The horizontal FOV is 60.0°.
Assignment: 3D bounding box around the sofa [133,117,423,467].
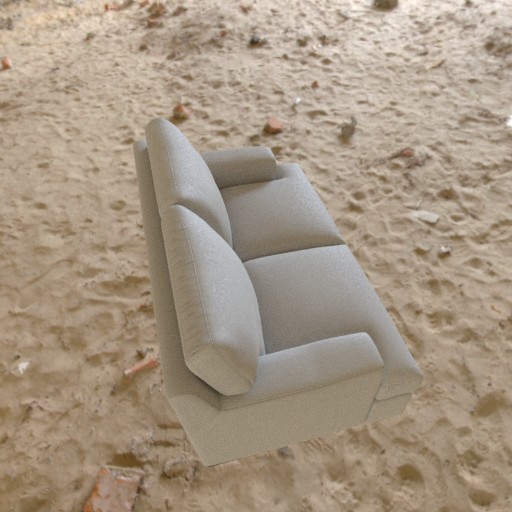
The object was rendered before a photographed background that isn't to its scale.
[{"bbox_3d":[0.000,0.000,2.499,1.143,0.940,1.880,-11,46,-10],"label":"sofa"}]
